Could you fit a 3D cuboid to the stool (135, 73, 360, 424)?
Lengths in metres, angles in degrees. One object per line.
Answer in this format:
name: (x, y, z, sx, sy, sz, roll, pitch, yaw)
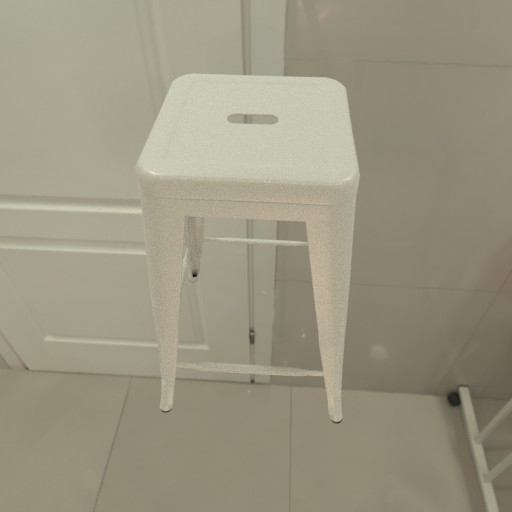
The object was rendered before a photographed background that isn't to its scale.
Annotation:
stool: (0.000, 0.000, 0.896, 0.406, 0.610, 0.406, 3, 46, 3)
